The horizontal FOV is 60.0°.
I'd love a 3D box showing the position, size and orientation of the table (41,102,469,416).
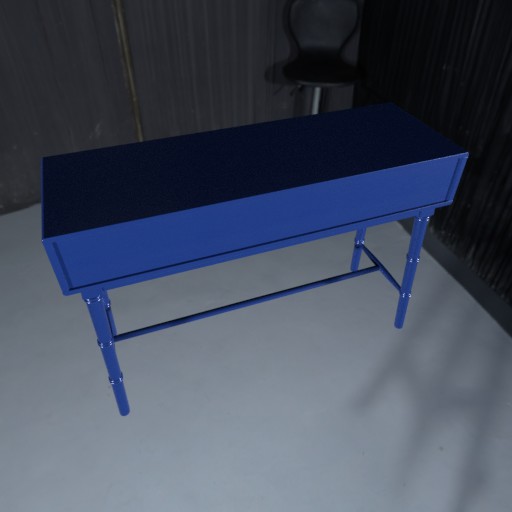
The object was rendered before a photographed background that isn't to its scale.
[{"bbox_3d":[0.000,0.000,1.468,1.118,0.749,0.399,-14,43,-15],"label":"table"}]
